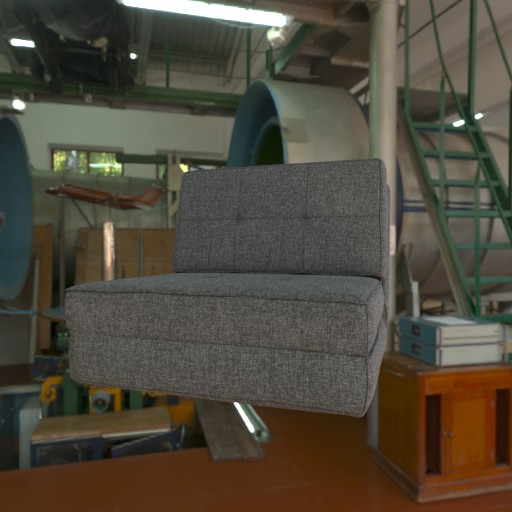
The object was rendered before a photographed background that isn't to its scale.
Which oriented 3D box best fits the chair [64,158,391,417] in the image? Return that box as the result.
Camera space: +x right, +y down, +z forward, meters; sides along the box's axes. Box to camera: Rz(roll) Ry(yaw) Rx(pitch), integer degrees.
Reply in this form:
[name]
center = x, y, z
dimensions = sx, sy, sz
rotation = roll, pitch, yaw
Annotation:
[chair]
center = 0.000, 0.000, 1.317
dimensions = 0.740, 0.615, 0.800
rotation = 0, 1, 19
